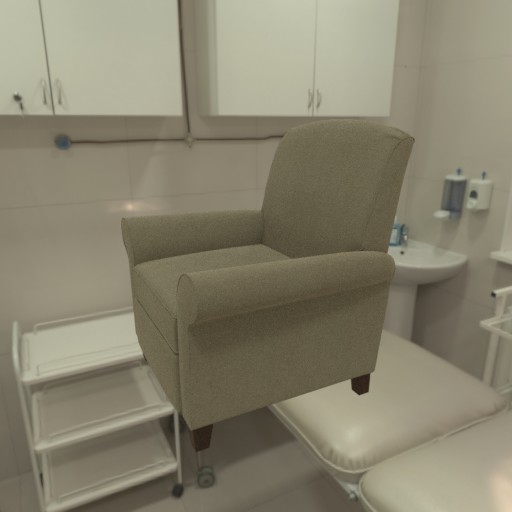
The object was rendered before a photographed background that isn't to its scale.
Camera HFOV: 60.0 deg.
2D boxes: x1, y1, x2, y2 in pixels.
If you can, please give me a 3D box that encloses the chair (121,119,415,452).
[{"bbox_3d":[0.000,0.000,1.799,0.905,1.061,0.978,-9,19,-26],"label":"chair"}]
